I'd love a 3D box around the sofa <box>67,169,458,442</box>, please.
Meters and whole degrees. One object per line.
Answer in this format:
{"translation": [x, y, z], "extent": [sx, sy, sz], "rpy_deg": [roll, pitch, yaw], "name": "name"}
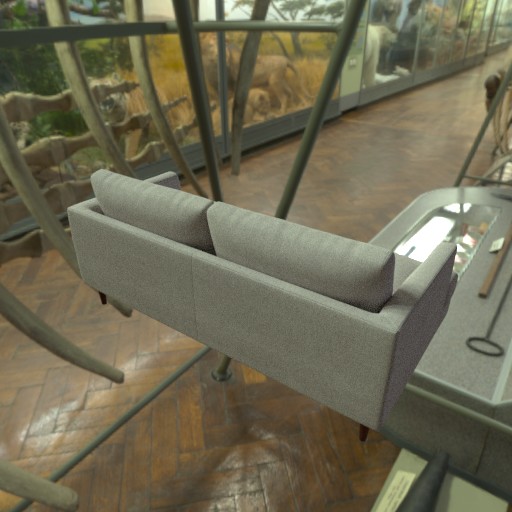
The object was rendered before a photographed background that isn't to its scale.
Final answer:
{"translation": [0.000, 0.000, 2.480], "extent": [1.948, 0.868, 1.020], "rpy_deg": [19, 34, 31], "name": "sofa"}
